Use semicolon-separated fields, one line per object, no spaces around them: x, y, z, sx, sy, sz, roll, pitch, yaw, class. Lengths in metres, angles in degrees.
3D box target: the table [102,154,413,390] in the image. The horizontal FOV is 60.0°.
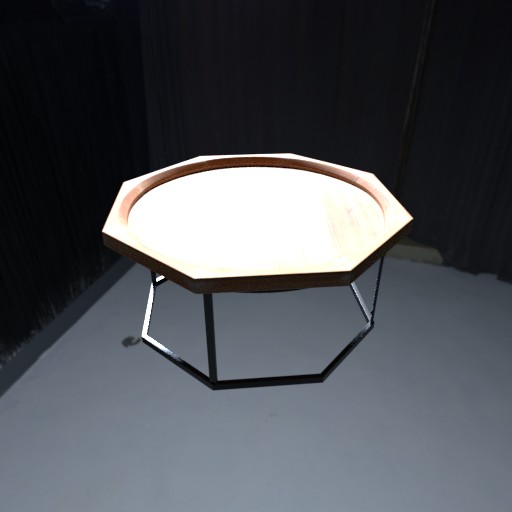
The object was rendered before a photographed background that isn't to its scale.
0.000;0.000;1.586;1.002;0.444;1.002;0;31;0;table
